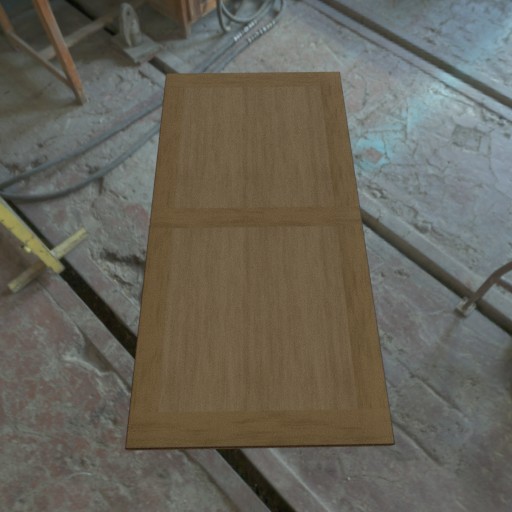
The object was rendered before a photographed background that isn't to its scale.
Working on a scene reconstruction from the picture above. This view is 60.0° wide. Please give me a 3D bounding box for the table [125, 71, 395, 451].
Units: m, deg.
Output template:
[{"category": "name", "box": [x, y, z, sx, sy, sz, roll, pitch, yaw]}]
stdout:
[{"category": "table", "box": [0.000, 0.000, 2.427, 1.000, 0.762, 1.982, -1, 63, 0]}]
